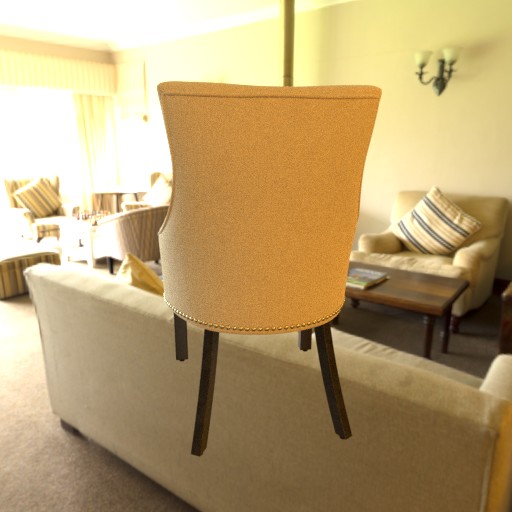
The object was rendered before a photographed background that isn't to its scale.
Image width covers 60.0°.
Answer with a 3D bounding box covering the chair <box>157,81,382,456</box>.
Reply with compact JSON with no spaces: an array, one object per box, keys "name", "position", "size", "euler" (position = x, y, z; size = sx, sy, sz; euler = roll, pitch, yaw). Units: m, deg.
[{"name":"chair","position":[0.000,0.000,1.318],"size":[0.566,0.909,0.629],"euler":[-2,15,-9]}]
